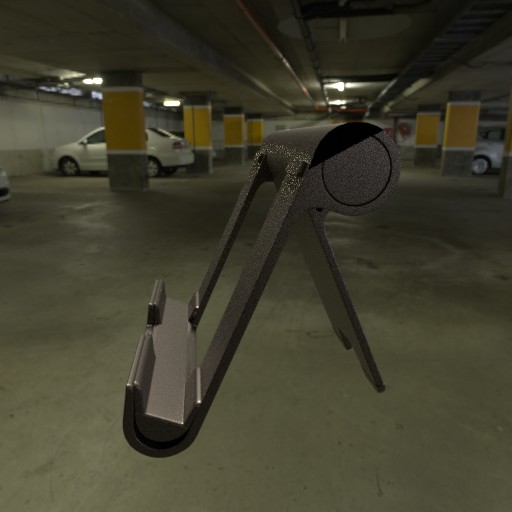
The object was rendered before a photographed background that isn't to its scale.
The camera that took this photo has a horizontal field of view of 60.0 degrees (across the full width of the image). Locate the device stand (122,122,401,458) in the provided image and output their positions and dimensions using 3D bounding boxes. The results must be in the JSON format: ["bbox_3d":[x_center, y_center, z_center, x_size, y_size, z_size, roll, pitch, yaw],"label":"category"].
[{"bbox_3d":[0.000,0.000,0.149,0.079,0.084,0.088,-2,15,-7],"label":"device stand"}]
